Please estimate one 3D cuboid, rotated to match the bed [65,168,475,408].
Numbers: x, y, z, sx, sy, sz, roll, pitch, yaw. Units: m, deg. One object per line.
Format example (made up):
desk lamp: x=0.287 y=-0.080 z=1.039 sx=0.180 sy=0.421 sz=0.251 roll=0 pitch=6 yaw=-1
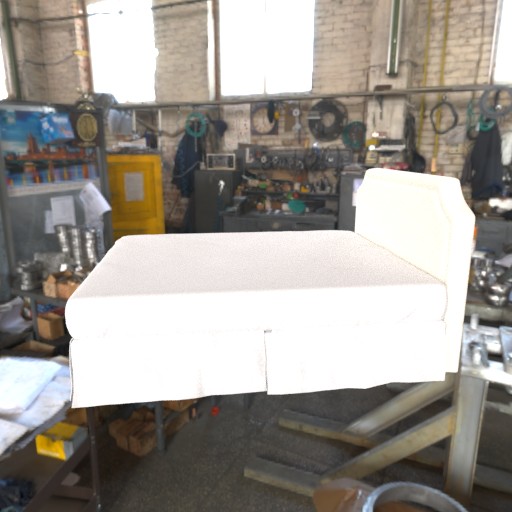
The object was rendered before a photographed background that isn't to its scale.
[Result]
bed: x=0.000 y=0.000 z=3.511 sx=2.498 sy=1.293 sz=1.977 roll=-2 pitch=14 yaw=-7
